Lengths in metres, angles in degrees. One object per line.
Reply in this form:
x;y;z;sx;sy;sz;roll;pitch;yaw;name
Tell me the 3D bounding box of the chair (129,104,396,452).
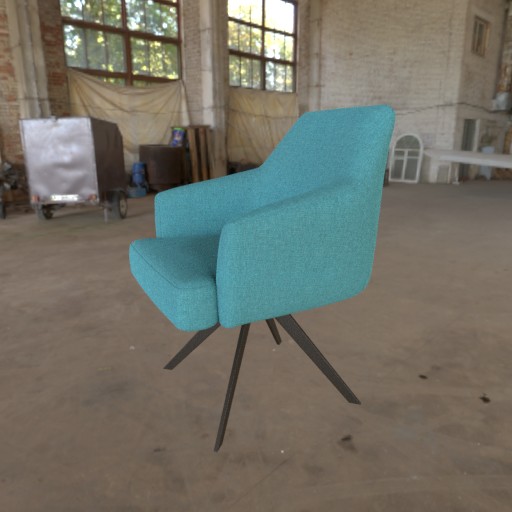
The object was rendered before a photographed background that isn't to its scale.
0.000;0.000;1.351;0.677;0.874;0.642;-7;16;-26;chair
